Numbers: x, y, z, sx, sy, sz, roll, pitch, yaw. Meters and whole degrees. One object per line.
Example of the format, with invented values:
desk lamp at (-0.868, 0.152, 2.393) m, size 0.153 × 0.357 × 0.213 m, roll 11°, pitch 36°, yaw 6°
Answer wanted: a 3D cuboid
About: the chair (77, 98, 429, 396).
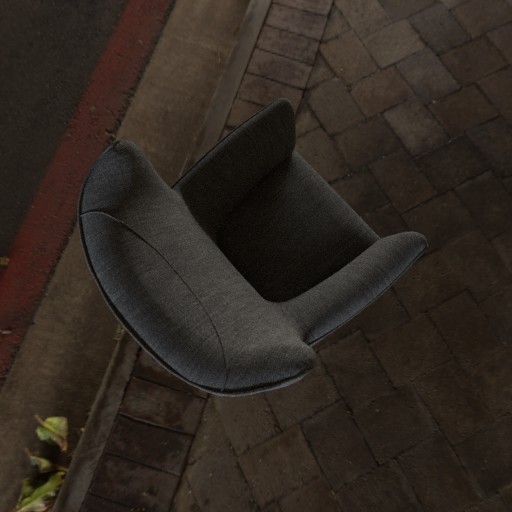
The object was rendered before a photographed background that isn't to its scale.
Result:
chair at (0.000, 0.000, 1.569) m, size 0.888 × 0.933 × 0.781 m, roll -39°, pitch 78°, yaw -10°
